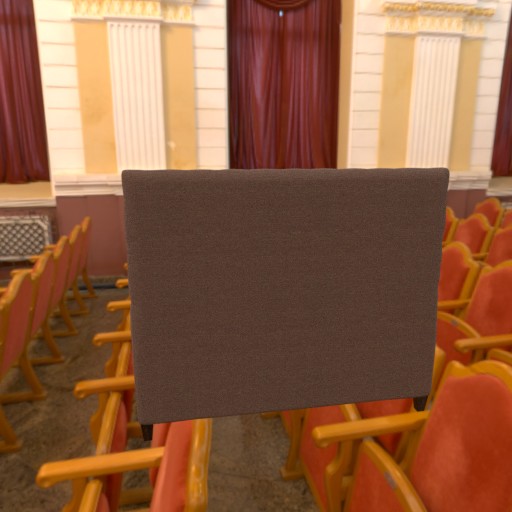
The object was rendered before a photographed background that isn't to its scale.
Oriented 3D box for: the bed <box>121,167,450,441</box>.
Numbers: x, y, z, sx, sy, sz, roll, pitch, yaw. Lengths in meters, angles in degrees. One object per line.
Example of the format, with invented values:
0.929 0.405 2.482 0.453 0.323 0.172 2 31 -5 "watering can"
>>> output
0.000 0.000 3.463 1.698 1.427 2.387 -2 14 -10 "bed"
